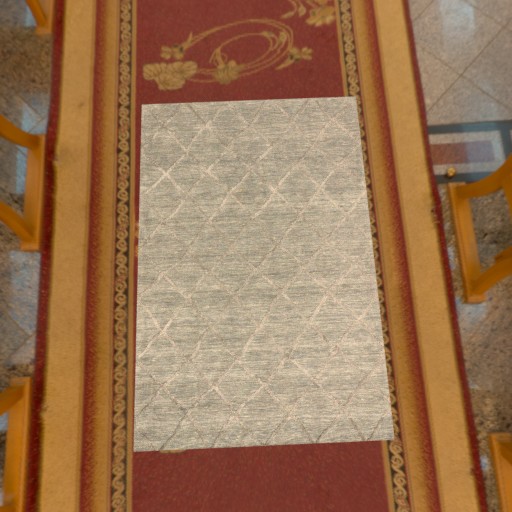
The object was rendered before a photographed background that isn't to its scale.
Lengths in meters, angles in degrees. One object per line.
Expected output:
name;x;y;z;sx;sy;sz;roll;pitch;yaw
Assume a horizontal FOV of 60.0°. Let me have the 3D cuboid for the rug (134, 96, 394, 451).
rug;0.000;0.000;2.867;1.521;0.006;2.283;-2;76;-1
